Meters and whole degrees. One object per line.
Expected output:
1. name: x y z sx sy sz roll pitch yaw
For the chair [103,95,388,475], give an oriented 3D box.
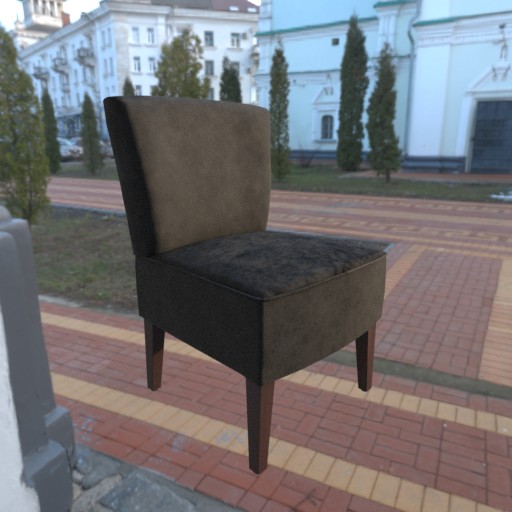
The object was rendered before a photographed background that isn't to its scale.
1. chair: 0.000 0.000 1.162 0.554 0.806 0.521 14 20 42
